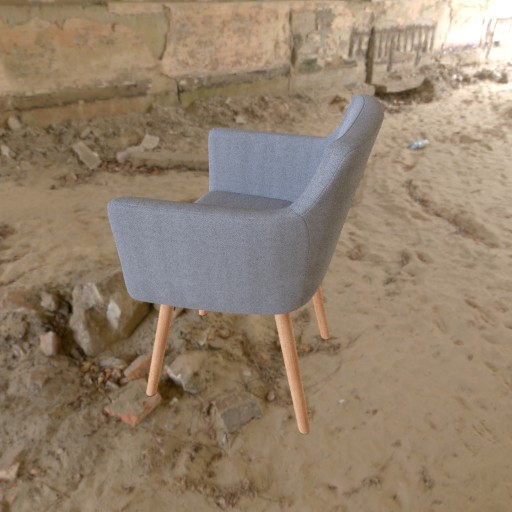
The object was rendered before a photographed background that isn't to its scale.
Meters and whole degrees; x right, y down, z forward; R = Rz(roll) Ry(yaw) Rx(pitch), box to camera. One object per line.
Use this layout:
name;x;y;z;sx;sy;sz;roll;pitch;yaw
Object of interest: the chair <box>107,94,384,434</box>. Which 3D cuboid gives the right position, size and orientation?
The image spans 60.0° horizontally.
chair;0.000;0.000;1.153;0.540;0.780;0.570;9;32;14
